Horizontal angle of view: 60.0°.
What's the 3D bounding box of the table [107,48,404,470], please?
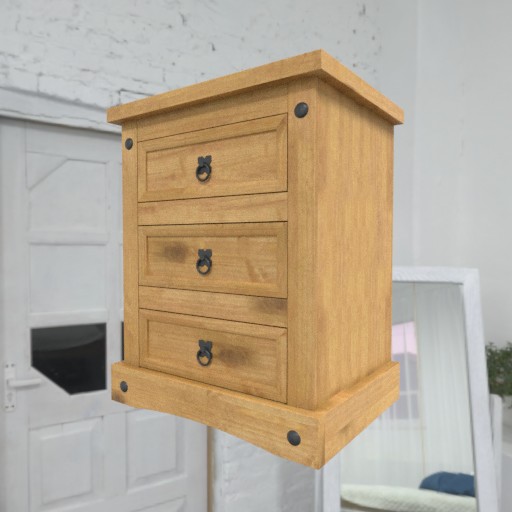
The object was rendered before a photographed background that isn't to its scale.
[{"bbox_3d":[0.000,0.000,1.244,0.660,0.813,0.500,2,3,36],"label":"table"}]
